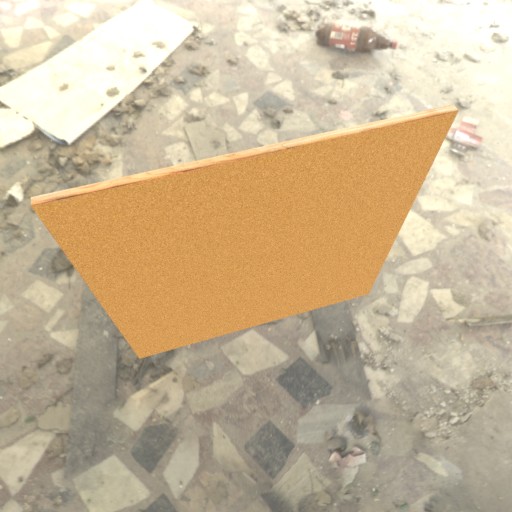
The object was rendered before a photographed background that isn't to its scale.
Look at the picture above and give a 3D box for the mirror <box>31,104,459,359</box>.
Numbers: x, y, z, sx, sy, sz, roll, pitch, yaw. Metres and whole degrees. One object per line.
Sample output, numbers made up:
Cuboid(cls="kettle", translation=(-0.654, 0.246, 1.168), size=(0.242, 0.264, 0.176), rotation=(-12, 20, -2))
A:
Cuboid(cls="mirror", translation=(0.000, 0.000, 1.160), size=(0.804, 0.804, 0.061), rotation=(-14, 60, -9))
